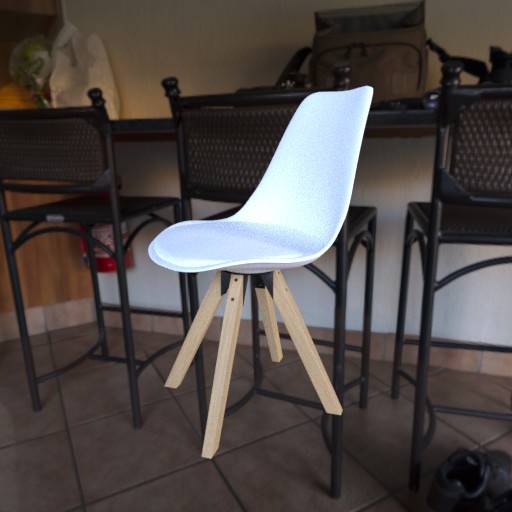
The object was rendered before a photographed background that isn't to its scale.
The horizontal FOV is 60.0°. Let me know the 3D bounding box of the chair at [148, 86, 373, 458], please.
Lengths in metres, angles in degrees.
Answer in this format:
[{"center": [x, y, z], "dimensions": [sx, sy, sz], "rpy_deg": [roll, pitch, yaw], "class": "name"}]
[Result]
[{"center": [0.000, 0.000, 1.176], "dimensions": [0.550, 0.849, 0.485], "rpy_deg": [-8, 18, -25], "class": "chair"}]
